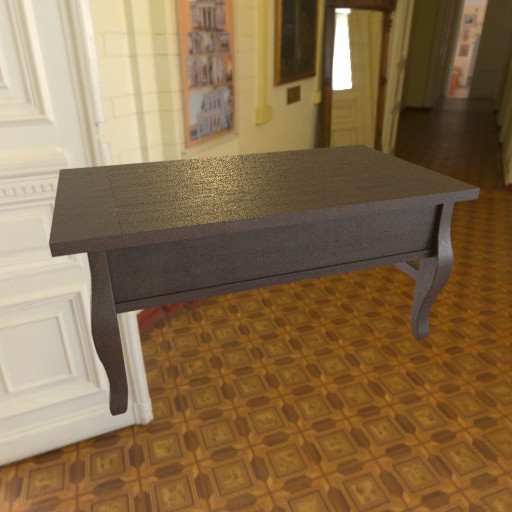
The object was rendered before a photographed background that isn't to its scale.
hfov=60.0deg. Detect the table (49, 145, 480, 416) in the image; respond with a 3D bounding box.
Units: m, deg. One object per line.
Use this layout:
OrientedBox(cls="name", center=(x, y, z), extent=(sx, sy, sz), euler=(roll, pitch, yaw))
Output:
OrientedBox(cls="table", center=(0.000, 0.000, 1.375), extent=(1.062, 0.494, 0.600), euler=(-9, 27, -18))
